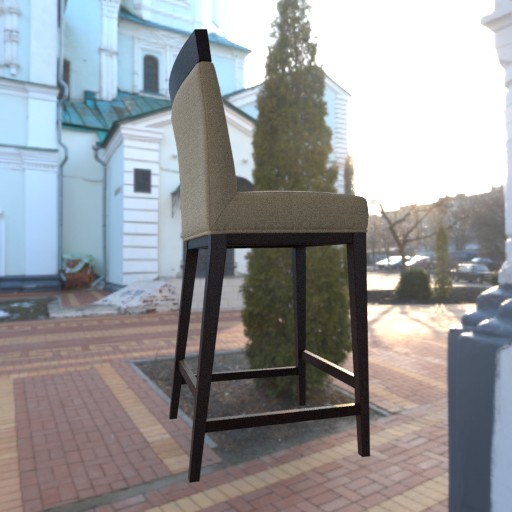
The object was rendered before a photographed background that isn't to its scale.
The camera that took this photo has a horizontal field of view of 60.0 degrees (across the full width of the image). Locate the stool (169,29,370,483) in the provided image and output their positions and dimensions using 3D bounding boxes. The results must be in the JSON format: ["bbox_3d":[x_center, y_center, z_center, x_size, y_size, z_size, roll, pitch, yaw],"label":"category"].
[{"bbox_3d":[0.000,0.000,1.390,0.531,1.117,0.511,0,0,-17],"label":"stool"}]
